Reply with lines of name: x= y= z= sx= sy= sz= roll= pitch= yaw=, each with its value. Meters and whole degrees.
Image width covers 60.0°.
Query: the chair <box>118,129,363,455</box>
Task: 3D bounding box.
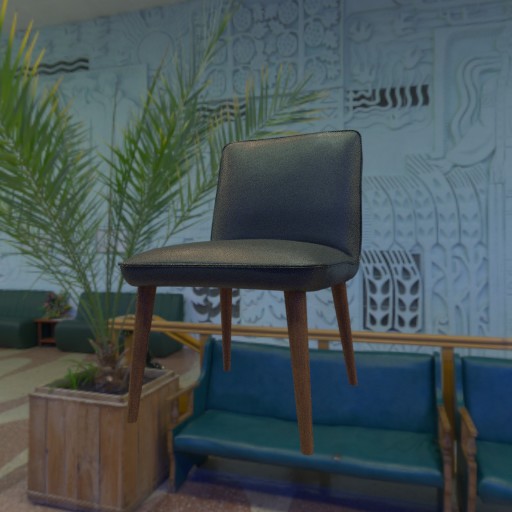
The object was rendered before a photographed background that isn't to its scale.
chair: x=0.000 y=0.000 z=1.227 sx=0.543 sy=0.801 sz=0.645 roll=0 pitch=0 yaw=18
